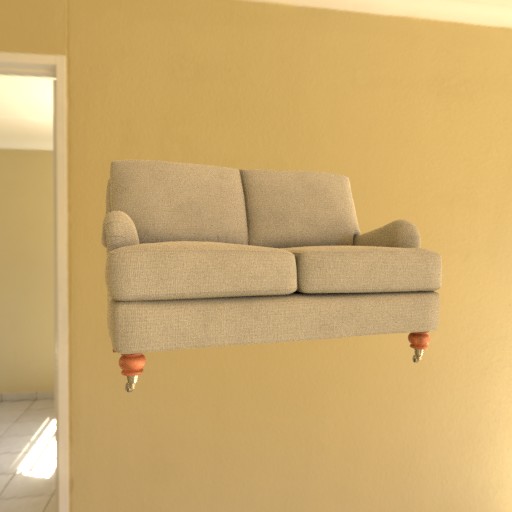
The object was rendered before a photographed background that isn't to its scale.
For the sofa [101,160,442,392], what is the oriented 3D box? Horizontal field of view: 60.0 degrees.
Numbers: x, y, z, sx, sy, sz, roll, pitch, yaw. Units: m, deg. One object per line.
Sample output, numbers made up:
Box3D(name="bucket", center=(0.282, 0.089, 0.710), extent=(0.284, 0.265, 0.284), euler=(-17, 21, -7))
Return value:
Box3D(name="sofa", center=(0.000, 0.000, 2.247), extent=(1.480, 0.999, 1.087), euler=(0, 0, -20))
